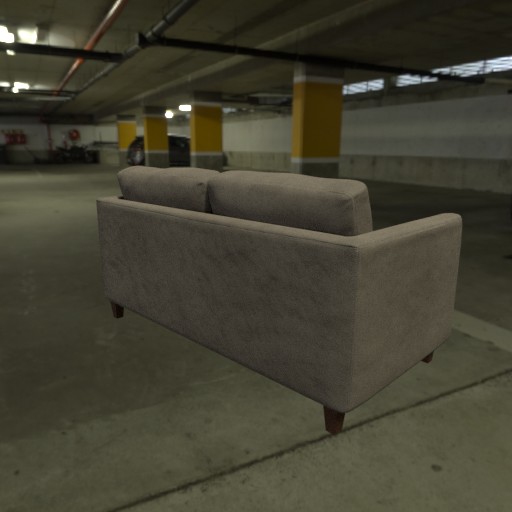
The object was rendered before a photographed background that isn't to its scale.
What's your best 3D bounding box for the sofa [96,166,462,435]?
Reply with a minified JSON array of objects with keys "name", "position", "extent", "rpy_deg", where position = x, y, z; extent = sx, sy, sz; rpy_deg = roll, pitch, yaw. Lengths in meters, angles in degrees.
[{"name":"sofa","position":[0.000,0.000,2.459],"extent":[1.884,0.963,0.950],"rpy_deg":[13,19,43]}]
